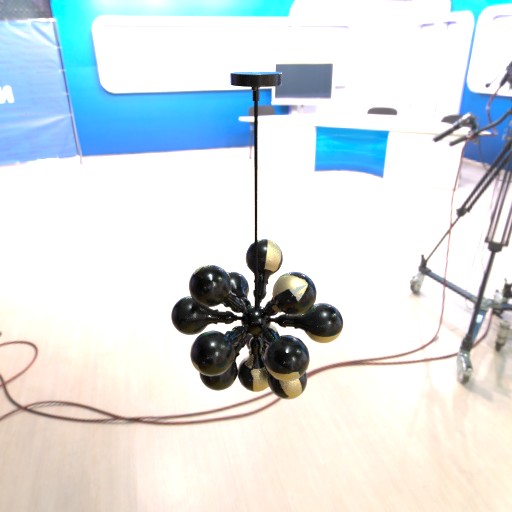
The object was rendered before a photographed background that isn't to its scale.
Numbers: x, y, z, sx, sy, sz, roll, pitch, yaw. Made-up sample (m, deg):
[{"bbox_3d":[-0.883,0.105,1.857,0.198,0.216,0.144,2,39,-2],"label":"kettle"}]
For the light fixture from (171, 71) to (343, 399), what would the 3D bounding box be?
[{"bbox_3d":[0.000,0.000,1.122,0.420,0.859,0.468,17,31,32],"label":"light fixture"}]
